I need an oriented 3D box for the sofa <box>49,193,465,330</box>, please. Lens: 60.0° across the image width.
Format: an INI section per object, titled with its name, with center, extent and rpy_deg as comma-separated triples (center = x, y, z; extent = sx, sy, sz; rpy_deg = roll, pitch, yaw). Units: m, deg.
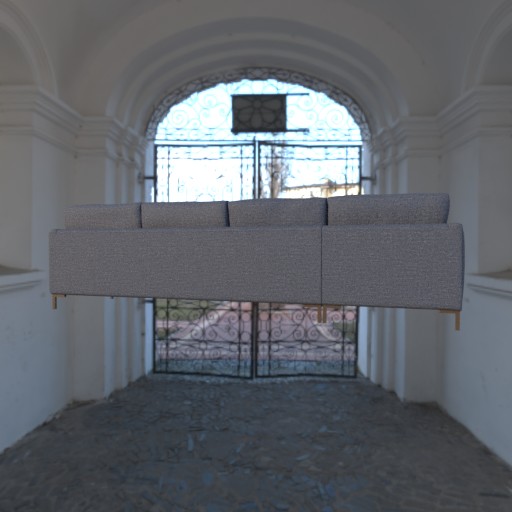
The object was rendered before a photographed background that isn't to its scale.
[sofa]
center = 0.000, 0.000, 2.968
extent = 2.445, 0.673, 1.125
rpy_deg = 0, 1, 18
